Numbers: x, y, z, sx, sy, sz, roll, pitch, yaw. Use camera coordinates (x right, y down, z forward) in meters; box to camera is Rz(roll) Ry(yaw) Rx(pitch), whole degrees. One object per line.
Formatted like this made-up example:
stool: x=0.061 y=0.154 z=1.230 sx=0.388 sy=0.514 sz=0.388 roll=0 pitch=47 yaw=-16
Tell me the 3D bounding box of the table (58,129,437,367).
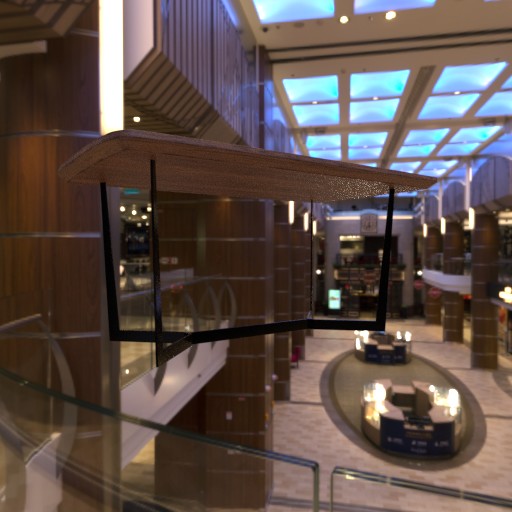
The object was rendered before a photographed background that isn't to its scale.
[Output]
table: x=0.000 y=0.000 z=2.116 sx=1.643 sy=0.765 sz=0.949 roll=-1 pitch=1 yaw=-35
